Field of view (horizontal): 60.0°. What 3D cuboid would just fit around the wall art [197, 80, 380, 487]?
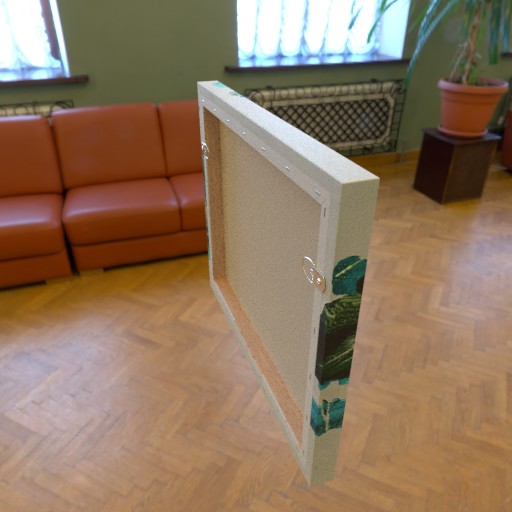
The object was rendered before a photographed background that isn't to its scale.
[{"bbox_3d":[0.000,0.000,0.692,0.041,0.435,0.507,-11,33,-17],"label":"wall art"}]
